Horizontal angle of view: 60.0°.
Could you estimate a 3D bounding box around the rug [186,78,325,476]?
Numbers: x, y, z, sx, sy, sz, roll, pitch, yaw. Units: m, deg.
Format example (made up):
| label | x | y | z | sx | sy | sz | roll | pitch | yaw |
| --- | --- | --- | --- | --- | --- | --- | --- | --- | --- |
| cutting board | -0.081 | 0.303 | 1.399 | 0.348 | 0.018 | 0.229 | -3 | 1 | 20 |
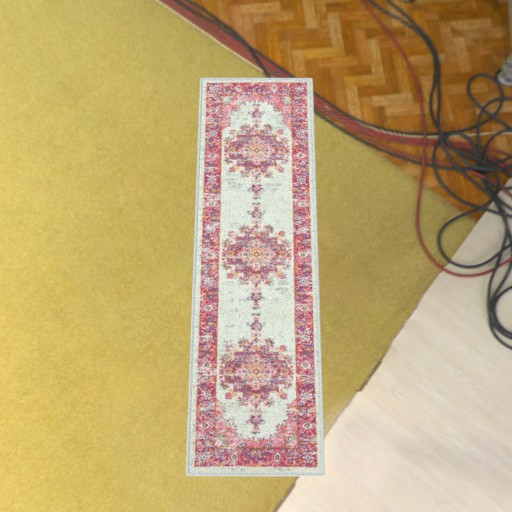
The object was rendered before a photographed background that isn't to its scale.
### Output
| label | x | y | z | sx | sy | sz | roll | pitch | yaw |
| --- | --- | --- | --- | --- | --- | --- | --- | --- | --- |
| rug | 0.000 | 0.000 | 1.996 | 0.562 | 0.009 | 1.824 | 0 | 77 | 0 |
